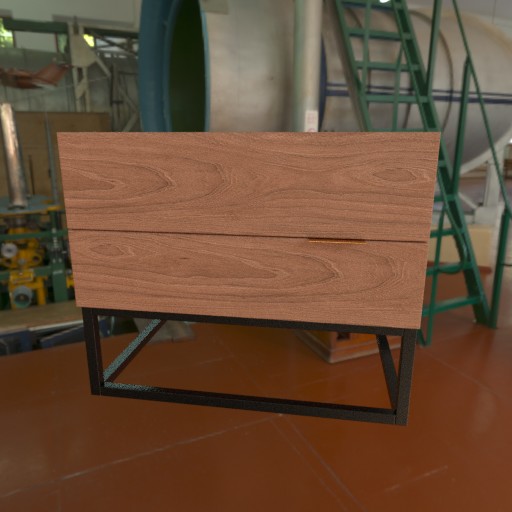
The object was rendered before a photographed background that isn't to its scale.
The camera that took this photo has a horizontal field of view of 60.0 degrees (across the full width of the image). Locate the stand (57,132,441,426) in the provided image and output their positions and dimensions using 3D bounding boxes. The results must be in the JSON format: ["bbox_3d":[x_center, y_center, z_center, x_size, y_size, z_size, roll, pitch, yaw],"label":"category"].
[{"bbox_3d":[0.000,0.000,0.932,0.600,0.500,0.420,3,16,9],"label":"stand"}]
